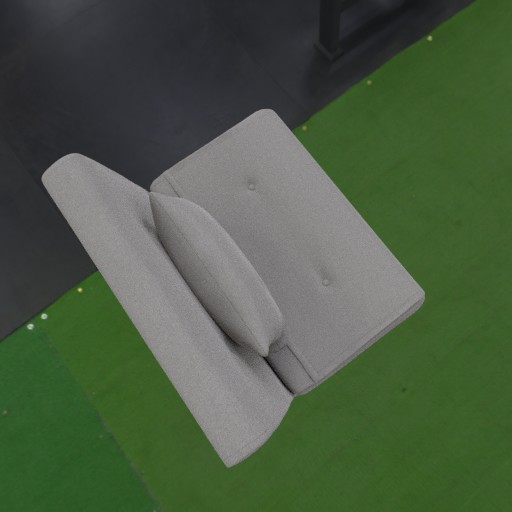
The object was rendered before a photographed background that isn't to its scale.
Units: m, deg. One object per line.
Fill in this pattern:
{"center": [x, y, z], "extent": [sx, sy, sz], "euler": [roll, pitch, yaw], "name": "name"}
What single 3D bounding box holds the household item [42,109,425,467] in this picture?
{"center": [0.000, 0.000, 1.616], "extent": [0.874, 0.800, 1.000], "euler": [-35, 78, -9], "name": "household item"}
